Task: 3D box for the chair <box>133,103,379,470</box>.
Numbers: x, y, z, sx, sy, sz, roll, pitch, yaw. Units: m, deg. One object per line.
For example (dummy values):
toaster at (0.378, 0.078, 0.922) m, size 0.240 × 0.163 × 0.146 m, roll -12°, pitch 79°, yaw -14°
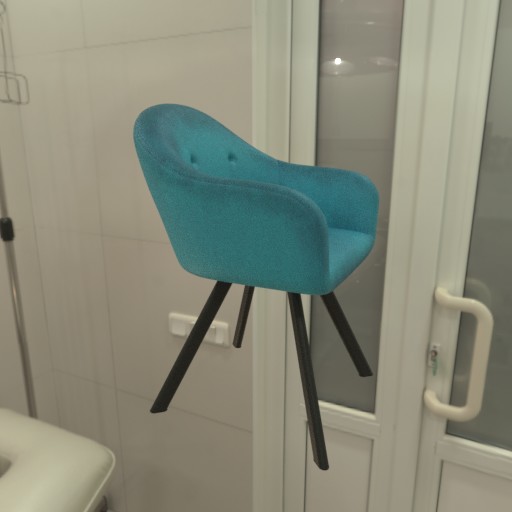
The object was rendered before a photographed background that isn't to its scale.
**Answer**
chair at (0.000, 0.000, 1.172) m, size 0.570 × 0.780 × 0.540 m, roll 7°, pitch 16°, yaw 26°
